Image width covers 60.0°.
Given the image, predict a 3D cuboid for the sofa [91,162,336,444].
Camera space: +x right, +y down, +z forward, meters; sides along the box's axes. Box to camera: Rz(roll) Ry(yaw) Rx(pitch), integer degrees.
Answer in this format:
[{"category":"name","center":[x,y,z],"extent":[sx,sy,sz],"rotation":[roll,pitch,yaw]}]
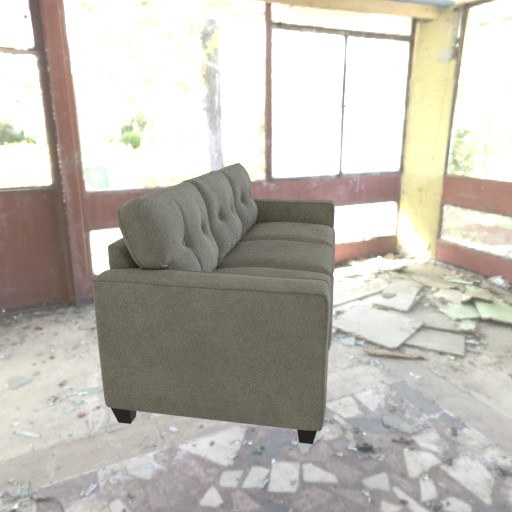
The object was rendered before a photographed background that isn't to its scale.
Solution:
[{"category":"sofa","center":[0.000,0.000,2.668],"extent":[0.939,0.965,2.133],"rotation":[3,16,10]}]
